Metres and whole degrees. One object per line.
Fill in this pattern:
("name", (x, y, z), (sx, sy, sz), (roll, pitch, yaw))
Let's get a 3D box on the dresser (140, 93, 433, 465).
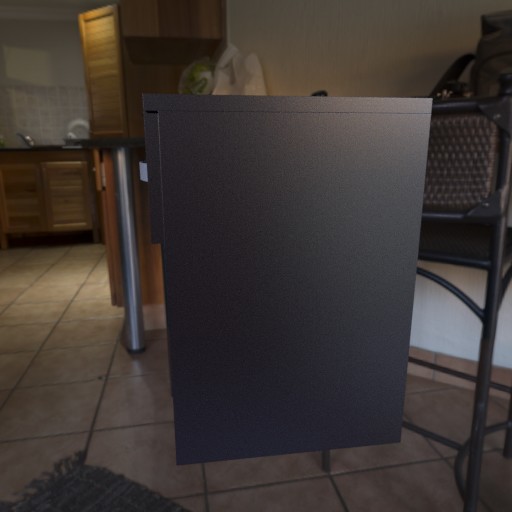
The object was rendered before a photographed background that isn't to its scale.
("dresser", (0.000, 0.000, 0.745), (0.360, 0.470, 0.400), (-2, 14, -8))
